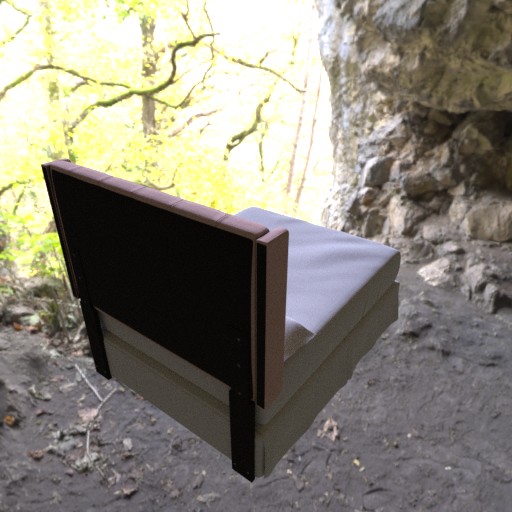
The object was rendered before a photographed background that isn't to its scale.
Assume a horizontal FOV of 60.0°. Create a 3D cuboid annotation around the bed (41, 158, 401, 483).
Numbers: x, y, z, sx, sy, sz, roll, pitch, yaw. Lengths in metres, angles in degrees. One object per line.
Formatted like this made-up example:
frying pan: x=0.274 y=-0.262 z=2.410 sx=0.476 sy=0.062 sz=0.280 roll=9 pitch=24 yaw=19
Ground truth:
bed: x=0.000 y=0.000 z=3.344 sx=1.719 sy=1.665 sz=2.066 roll=21 pitch=36 yaw=32
